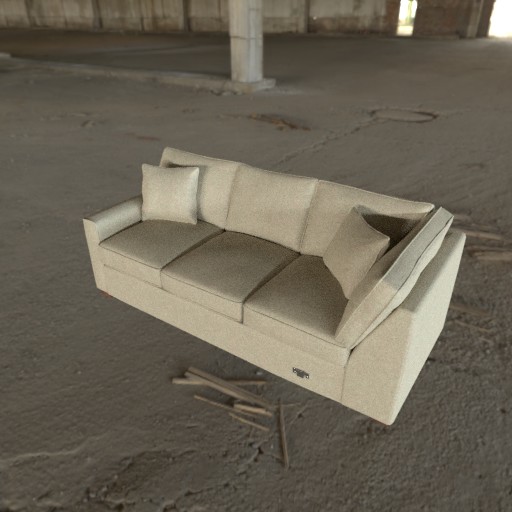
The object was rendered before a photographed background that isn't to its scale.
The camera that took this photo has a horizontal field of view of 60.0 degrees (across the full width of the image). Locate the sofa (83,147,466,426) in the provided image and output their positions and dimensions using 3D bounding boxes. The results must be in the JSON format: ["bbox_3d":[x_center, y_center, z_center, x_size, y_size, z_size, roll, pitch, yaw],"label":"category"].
[{"bbox_3d":[0.000,0.000,2.944,2.317,0.962,1.061,18,34,30],"label":"sofa"}]
